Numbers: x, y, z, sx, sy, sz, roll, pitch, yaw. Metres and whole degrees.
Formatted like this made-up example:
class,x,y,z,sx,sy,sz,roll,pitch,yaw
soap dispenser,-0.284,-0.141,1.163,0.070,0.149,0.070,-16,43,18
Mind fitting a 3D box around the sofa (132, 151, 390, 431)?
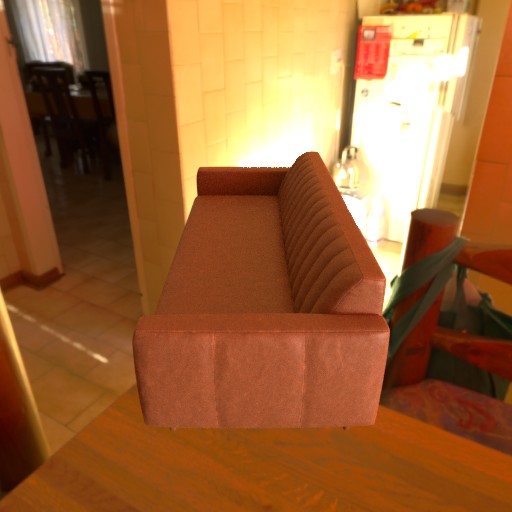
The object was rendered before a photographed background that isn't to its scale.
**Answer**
class,x,y,z,sx,sy,sz,roll,pitch,yaw
sofa,0.000,0.000,2.716,0.990,0.821,2.291,0,27,0
